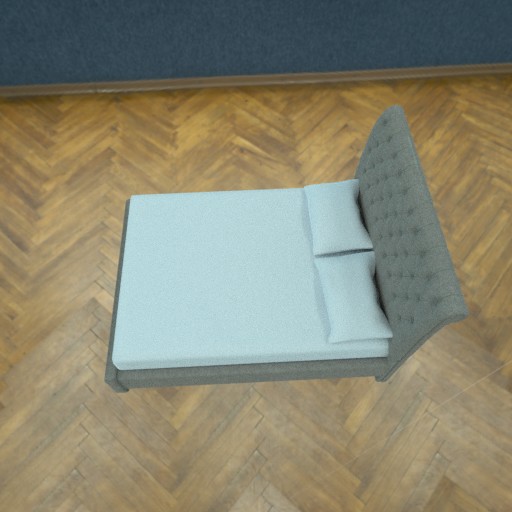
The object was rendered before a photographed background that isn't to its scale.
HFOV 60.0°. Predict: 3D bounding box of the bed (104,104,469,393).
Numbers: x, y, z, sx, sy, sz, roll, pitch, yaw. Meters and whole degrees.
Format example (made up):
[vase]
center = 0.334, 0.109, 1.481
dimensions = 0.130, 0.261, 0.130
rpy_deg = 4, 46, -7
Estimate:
[bed]
center = 0.000, 0.000, 3.349
dimensions = 2.252, 1.371, 1.645
rpy_deg = -3, 59, -2
